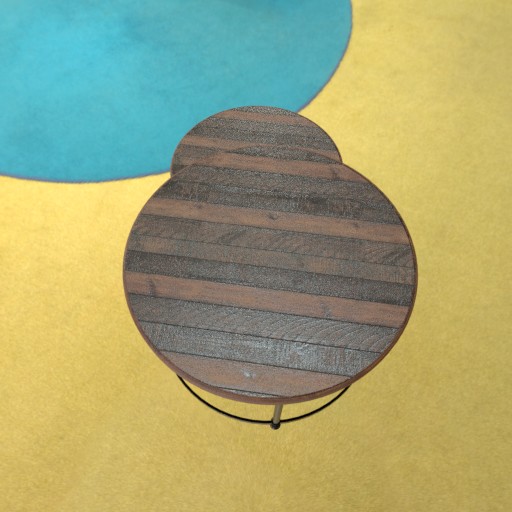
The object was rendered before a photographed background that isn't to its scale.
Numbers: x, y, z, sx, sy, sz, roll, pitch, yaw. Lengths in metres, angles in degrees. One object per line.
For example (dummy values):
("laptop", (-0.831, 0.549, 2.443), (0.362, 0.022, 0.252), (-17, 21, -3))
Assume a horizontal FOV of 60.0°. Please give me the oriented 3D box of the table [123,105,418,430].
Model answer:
("table", (0.000, 0.000, 1.605), (0.870, 0.516, 1.152), (-15, 61, -9))
